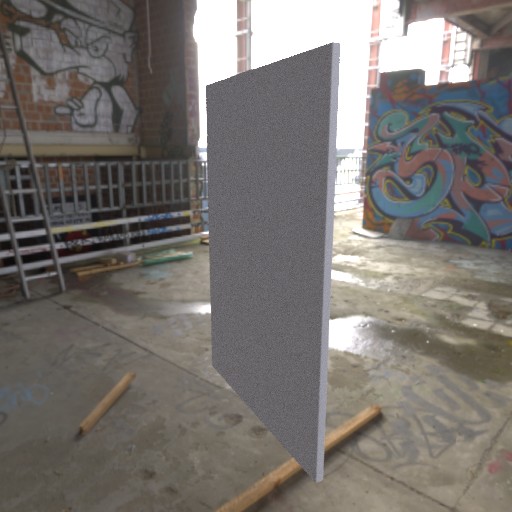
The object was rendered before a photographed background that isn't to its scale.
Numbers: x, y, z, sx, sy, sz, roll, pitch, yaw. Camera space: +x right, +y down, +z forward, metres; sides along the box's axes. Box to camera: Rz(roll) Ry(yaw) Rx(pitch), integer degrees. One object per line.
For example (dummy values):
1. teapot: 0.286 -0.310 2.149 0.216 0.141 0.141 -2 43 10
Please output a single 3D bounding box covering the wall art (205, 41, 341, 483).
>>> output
1. wall art: 0.000 0.000 0.612 0.011 0.482 0.329 -7 15 -26
